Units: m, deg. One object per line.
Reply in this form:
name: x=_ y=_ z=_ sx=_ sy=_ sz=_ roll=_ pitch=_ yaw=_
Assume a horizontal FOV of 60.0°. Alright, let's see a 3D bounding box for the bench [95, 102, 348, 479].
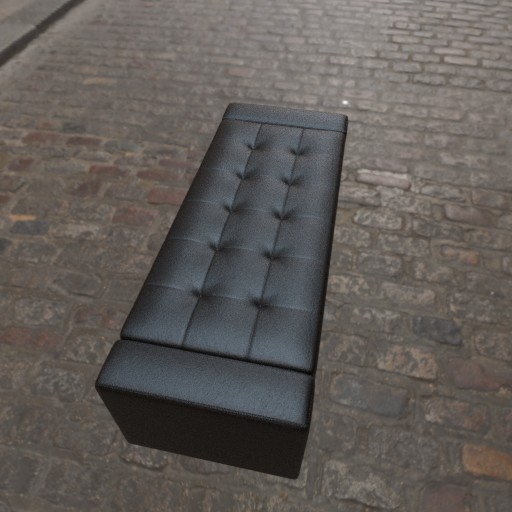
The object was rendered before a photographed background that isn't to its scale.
bench: x=0.000 y=0.000 z=1.551 sx=0.508 sy=0.445 sz=1.296 roll=9 pitch=49 yaw=8
